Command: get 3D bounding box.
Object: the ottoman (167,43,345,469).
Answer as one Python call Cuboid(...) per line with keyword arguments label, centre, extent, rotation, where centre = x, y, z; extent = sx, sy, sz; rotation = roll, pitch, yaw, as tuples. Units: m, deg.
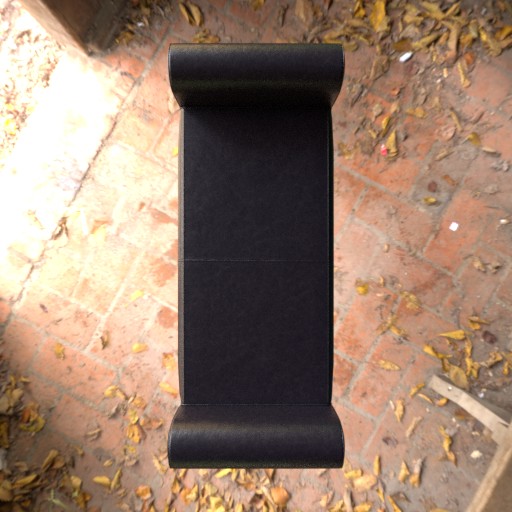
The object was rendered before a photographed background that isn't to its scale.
Cuboid(label="ottoman", centre=(0.000, 0.000, 1.526), extent=(0.521, 0.547, 1.256), rotation=(0, 90, 0))
